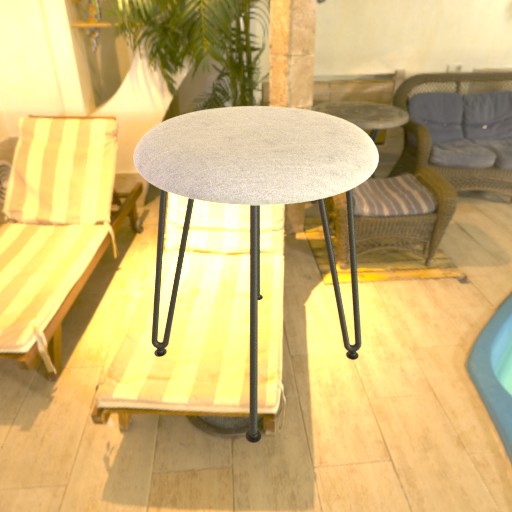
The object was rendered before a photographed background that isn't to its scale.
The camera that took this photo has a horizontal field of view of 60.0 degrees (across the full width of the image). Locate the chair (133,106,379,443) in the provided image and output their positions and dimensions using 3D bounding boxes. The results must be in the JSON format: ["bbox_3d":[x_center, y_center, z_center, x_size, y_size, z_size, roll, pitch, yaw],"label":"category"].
[{"bbox_3d":[0.000,0.000,0.654,0.350,0.386,0.350,1,31,1],"label":"chair"}]
